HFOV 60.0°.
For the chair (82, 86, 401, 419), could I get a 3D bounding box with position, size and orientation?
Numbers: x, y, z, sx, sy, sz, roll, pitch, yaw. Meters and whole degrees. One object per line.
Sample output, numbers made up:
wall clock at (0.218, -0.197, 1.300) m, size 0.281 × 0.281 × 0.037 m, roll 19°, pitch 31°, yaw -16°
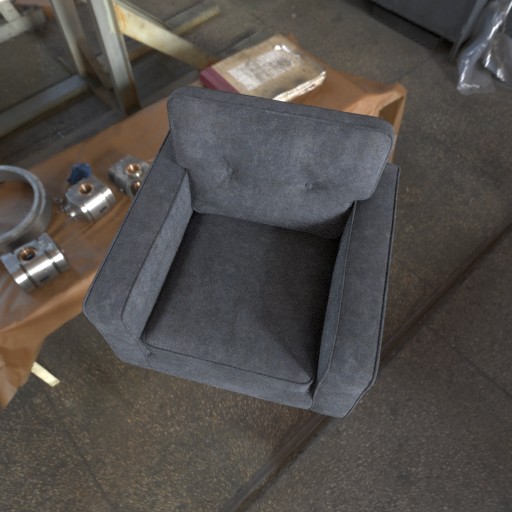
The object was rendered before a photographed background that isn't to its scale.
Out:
chair at (0.000, 0.000, 1.785) m, size 1.015 × 0.965 × 0.939 m, roll 12°, pitch 59°, yaw 7°
